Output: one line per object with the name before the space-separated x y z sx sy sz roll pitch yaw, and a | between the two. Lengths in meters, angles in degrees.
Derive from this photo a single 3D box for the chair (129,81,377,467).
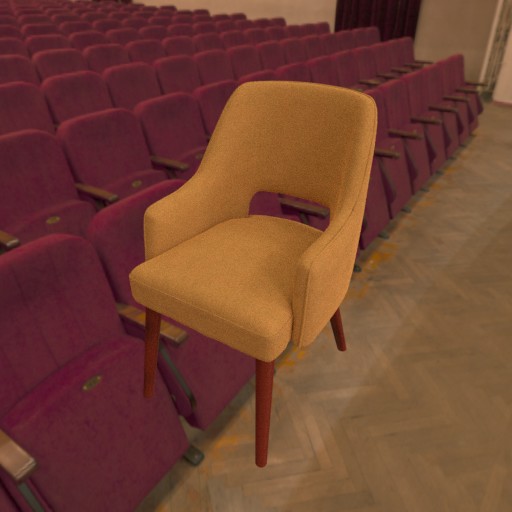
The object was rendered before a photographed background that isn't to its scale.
chair | 0.000 0.000 1.259 0.548 0.849 0.605 19 35 29
